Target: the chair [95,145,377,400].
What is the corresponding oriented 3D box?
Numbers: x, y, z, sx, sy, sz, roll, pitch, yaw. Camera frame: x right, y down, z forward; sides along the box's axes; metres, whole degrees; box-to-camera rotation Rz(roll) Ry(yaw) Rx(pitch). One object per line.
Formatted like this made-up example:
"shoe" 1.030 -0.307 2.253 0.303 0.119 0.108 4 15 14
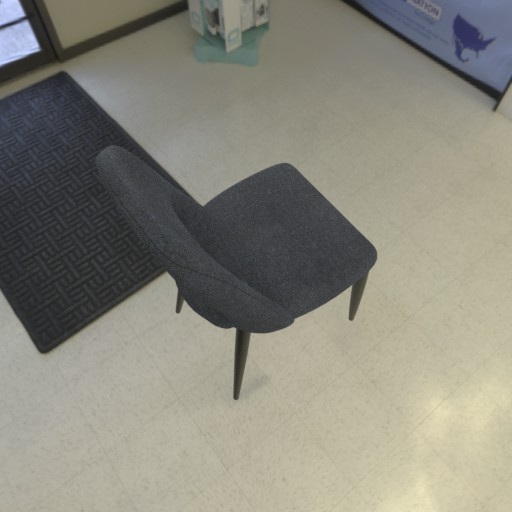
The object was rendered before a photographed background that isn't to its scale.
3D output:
"chair" 0.000 0.000 1.289 0.612 0.931 0.470 -31 63 -18
